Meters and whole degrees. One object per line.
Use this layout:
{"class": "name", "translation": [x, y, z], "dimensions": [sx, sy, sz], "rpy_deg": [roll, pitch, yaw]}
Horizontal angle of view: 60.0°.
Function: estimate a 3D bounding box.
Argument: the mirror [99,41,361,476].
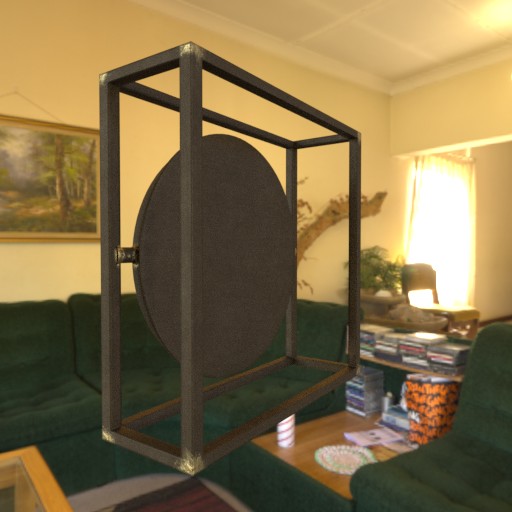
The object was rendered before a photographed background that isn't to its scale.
{"class": "mirror", "translation": [0.000, 0.000, 0.464], "dimensions": [0.107, 0.303, 0.306], "rpy_deg": [1, 2, 35]}
